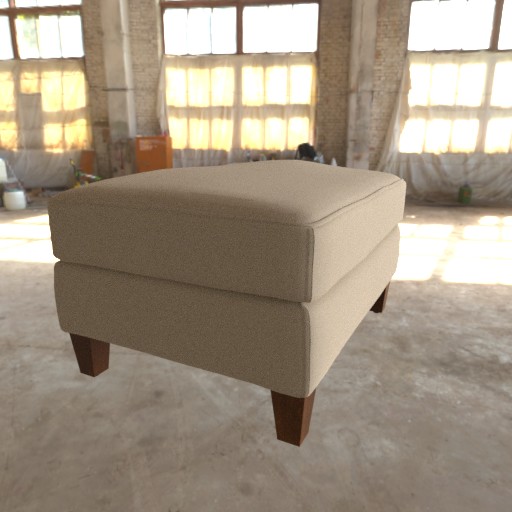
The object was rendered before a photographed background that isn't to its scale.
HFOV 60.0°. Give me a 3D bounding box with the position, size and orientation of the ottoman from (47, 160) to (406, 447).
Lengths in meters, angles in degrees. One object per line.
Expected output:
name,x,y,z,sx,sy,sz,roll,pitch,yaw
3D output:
ottoman,0.000,0.000,1.187,0.634,0.485,0.818,8,17,26
